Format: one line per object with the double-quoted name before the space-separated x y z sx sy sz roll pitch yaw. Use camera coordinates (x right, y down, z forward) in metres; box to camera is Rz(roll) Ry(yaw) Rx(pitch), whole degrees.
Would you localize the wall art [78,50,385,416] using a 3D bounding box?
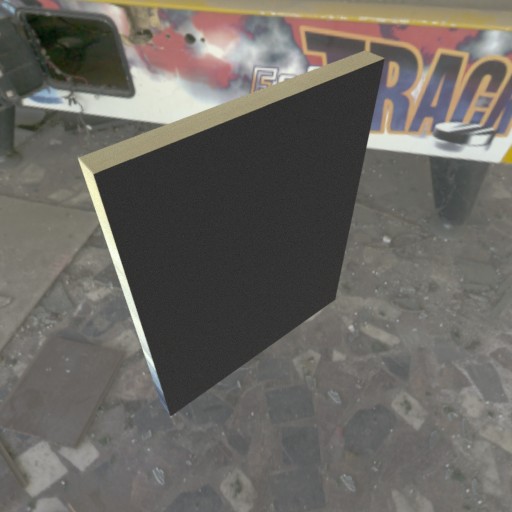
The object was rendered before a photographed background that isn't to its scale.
"wall art" 0.000 0.000 0.819 0.489 0.608 0.040 -30 53 -26
